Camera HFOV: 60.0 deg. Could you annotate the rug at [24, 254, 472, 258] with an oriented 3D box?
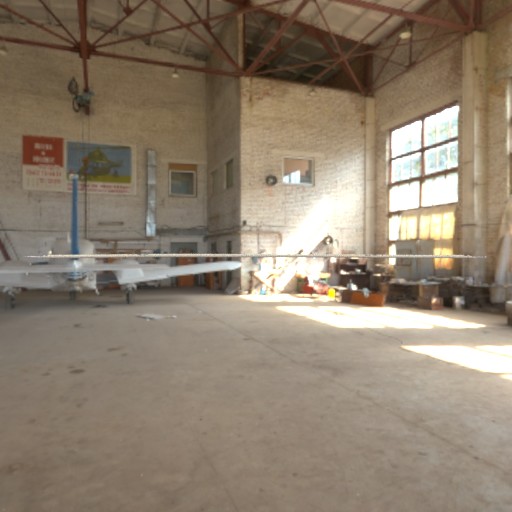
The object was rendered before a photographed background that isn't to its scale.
[{"bbox_3d":[0.000,0.000,3.936,3.027,0.028,2.125,0,0,0],"label":"rug"}]
